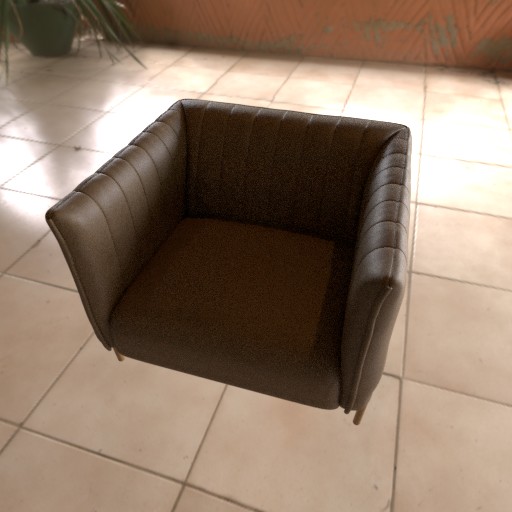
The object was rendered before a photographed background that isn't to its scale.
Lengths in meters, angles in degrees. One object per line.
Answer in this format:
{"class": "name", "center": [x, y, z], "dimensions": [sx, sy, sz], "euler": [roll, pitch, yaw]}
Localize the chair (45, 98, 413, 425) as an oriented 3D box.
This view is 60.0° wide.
{"class": "chair", "center": [0.000, 0.000, 1.603], "dimensions": [0.981, 0.779, 0.876], "euler": [11, 42, 13]}
